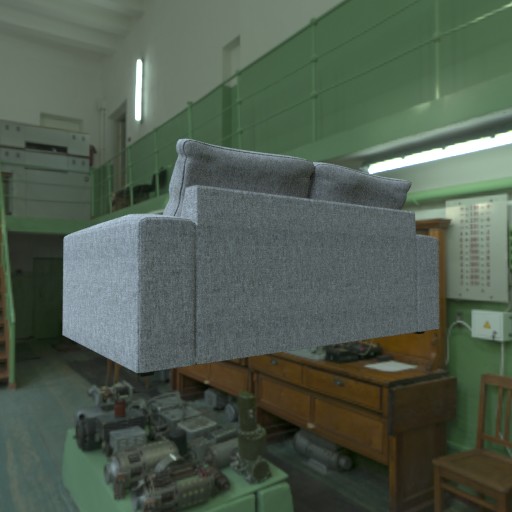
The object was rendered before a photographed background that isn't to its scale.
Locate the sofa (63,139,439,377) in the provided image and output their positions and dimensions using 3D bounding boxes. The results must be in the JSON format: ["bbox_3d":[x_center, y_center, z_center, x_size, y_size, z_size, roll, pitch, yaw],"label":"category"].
[{"bbox_3d":[0.000,0.000,2.408,1.758,0.877,1.094,1,-2,-36],"label":"sofa"}]
